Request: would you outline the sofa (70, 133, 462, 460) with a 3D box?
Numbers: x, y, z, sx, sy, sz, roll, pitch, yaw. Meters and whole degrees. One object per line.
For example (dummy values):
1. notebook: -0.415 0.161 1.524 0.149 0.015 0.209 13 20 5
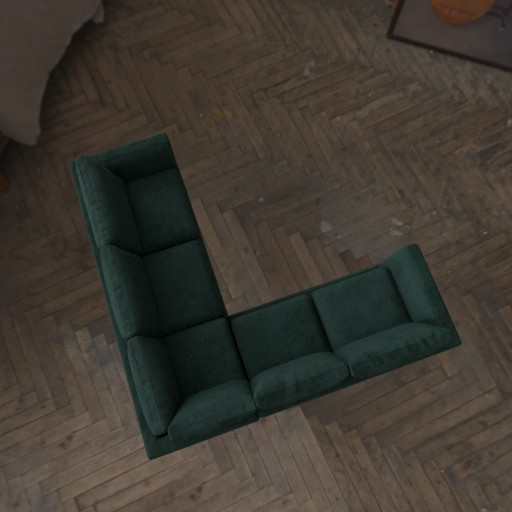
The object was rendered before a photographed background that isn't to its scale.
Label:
1. sofa: 0.000 0.000 3.751 2.468 1.004 2.452 -19 77 -4
